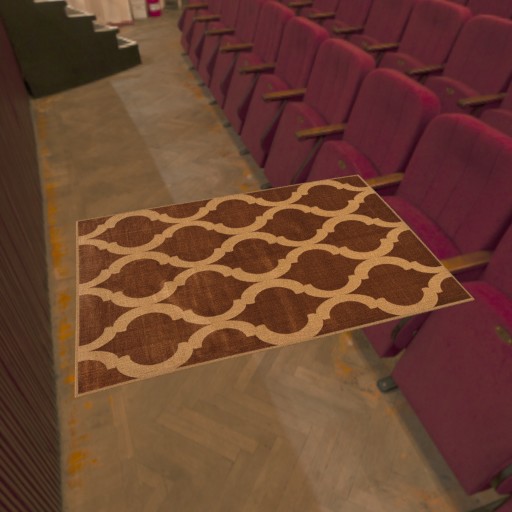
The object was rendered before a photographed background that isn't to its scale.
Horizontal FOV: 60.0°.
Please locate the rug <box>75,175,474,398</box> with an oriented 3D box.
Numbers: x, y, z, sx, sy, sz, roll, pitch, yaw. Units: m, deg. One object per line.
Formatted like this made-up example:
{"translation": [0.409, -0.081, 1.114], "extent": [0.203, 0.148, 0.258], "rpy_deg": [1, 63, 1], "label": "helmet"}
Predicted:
{"translation": [0.000, 0.000, 2.945], "extent": [2.290, 0.014, 1.526], "rpy_deg": [-11, 42, -13], "label": "rug"}
